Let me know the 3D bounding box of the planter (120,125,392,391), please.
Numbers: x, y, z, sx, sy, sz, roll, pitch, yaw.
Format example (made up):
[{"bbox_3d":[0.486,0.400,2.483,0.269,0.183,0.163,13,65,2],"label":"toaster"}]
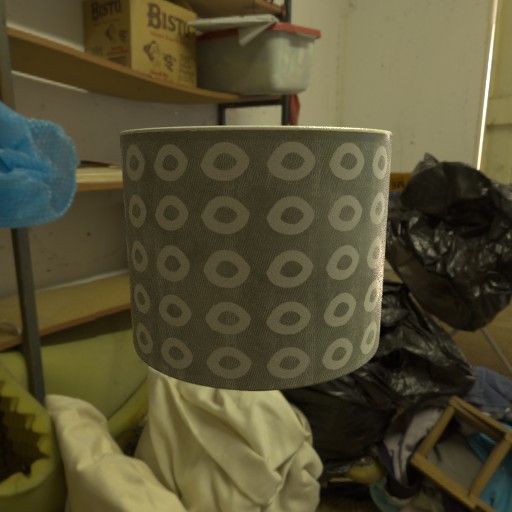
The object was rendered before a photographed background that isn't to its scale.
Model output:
[{"bbox_3d":[0.000,0.000,0.342,0.190,0.181,0.190,0,13,0],"label":"planter"}]
